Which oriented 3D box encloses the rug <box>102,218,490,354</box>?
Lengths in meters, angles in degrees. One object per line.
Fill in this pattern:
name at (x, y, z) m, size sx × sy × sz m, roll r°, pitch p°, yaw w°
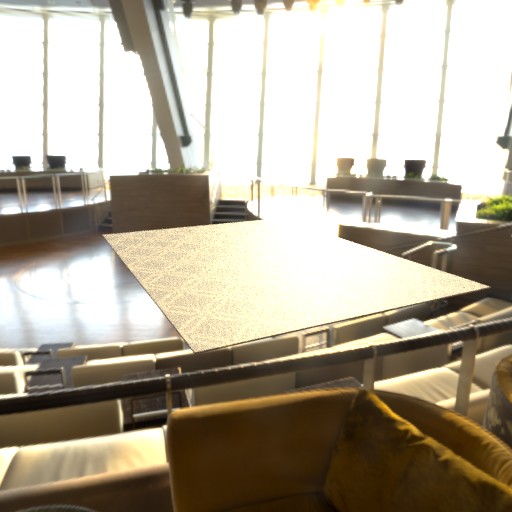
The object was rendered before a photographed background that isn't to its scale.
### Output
rug at (0.000, 0.000, 4.396) m, size 2.438 × 0.013 × 3.353 m, roll -7°, pitch 17°, yaw -26°
